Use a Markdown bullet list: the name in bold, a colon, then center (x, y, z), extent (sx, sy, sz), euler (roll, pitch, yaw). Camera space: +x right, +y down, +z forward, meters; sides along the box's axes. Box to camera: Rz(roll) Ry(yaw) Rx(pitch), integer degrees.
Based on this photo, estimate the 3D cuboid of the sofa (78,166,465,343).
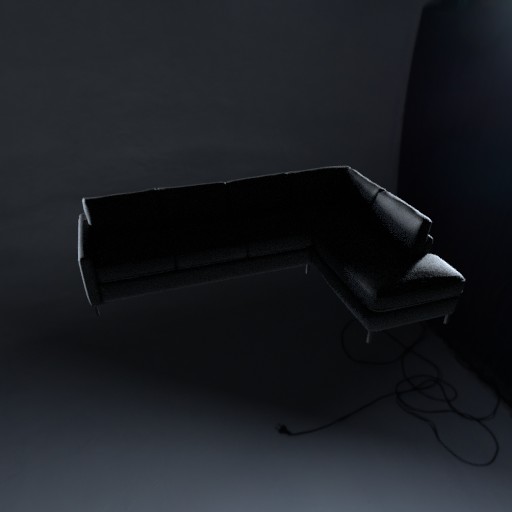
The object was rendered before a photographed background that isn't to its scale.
- **sofa**: center (0.000, 0.000, 3.977), extent (2.972, 0.858, 1.984), euler (-10, 32, -16)
